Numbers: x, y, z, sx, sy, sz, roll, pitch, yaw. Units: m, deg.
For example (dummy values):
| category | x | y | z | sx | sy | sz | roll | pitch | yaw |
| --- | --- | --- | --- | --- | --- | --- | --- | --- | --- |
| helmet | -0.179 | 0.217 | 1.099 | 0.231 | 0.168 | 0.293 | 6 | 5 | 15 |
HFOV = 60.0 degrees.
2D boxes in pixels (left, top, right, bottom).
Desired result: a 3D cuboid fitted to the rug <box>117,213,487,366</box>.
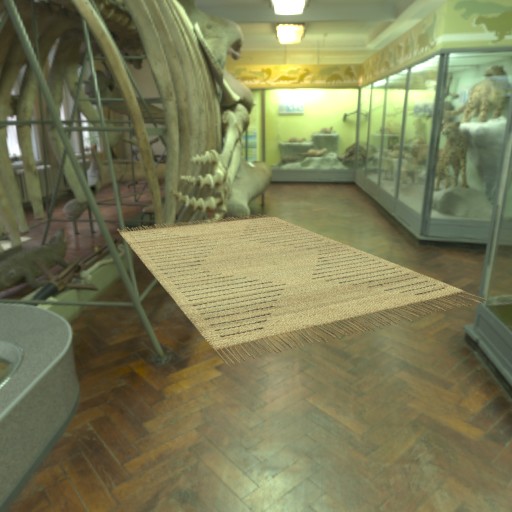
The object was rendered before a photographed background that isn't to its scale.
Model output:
| category | x | y | z | sx | sy | sz | roll | pitch | yaw |
| --- | --- | --- | --- | --- | --- | --- | --- | --- | --- |
| rug | 0.000 | 0.000 | 2.552 | 1.224 | 0.027 | 2.085 | -8 | 19 | -25 |
